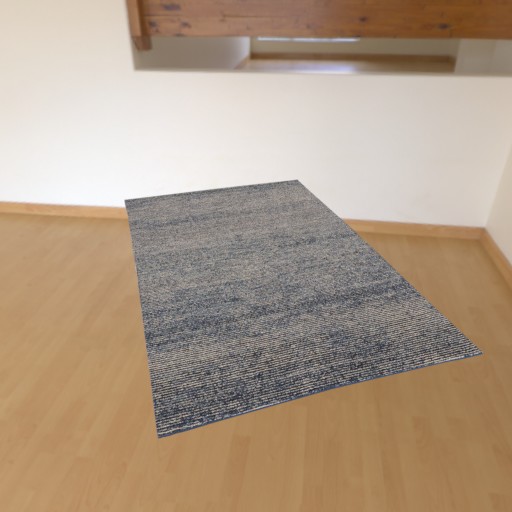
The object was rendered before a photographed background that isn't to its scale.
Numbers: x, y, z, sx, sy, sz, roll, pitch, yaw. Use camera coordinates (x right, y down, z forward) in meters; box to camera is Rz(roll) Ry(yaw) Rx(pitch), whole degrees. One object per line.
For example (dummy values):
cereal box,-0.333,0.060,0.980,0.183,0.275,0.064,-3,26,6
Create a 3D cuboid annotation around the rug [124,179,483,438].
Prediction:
rug,0.000,0.000,2.169,1.159,0.025,1.793,-9,32,-15
